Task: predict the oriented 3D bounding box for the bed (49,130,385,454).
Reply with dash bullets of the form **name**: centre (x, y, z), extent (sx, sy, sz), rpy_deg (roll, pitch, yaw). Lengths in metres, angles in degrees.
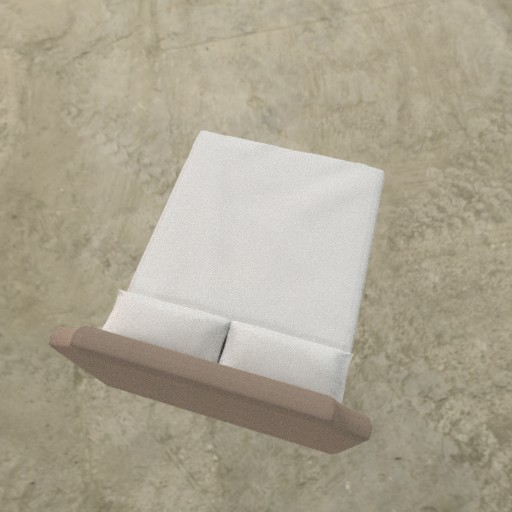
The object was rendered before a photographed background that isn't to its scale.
- **bed**: centre (0.000, 0.000, 3.206), extent (1.828, 1.303, 2.164), rpy_deg (14, 64, 7)
